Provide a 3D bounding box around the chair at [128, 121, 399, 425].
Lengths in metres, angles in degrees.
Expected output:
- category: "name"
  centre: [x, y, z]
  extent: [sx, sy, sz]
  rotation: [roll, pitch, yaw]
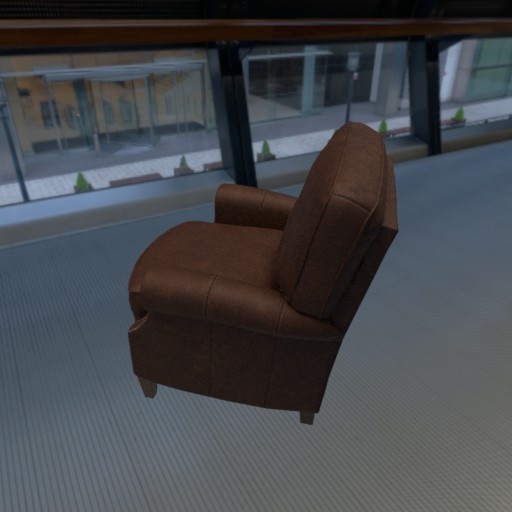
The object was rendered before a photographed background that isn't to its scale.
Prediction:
- category: "chair"
  centre: [0.000, 0.000, 1.791]
  extent: [0.986, 1.018, 0.936]
  rotation: [7, 31, 12]
